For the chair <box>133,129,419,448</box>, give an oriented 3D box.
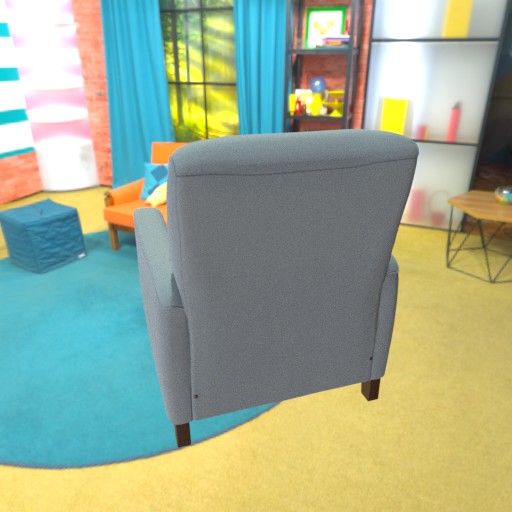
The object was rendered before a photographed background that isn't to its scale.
[{"bbox_3d":[0.000,0.000,1.658,0.853,1.007,0.846,-7,26,-16],"label":"chair"}]
